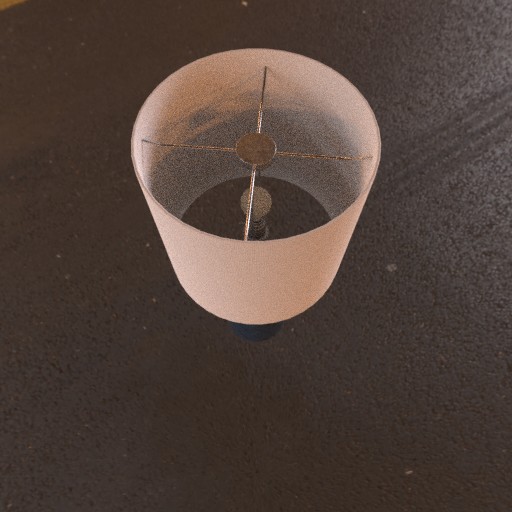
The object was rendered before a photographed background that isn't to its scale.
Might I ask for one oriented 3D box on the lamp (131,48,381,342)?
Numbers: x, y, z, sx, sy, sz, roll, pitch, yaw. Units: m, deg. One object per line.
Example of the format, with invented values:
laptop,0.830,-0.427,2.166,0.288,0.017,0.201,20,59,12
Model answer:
lamp,0.000,0.000,0.575,0.207,0.461,0.207,5,64,2
